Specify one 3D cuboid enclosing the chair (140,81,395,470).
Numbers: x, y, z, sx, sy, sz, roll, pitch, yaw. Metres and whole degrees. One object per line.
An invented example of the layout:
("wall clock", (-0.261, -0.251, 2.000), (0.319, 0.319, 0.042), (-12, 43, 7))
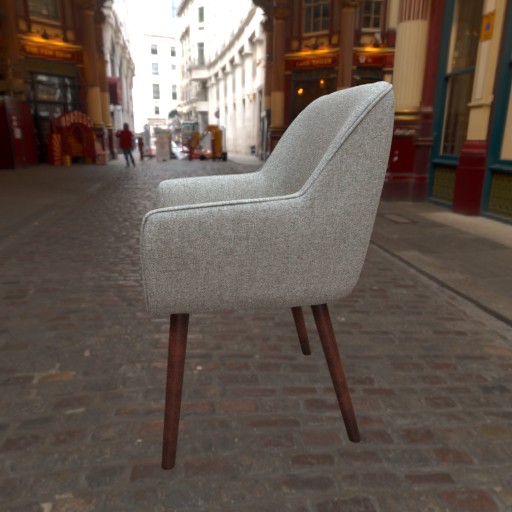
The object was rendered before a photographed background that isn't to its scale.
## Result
("chair", (0.000, 0.000, 1.120), (0.519, 0.803, 0.543), (-2, 16, -9))
